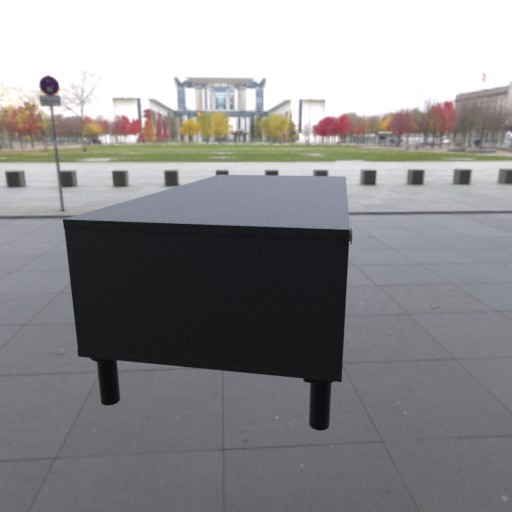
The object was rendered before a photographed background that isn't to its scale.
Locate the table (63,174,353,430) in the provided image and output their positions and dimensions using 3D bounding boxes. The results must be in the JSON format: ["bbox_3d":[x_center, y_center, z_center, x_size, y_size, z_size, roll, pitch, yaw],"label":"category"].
[{"bbox_3d":[0.000,0.000,1.352,0.550,0.400,1.100,3,15,10],"label":"table"}]
